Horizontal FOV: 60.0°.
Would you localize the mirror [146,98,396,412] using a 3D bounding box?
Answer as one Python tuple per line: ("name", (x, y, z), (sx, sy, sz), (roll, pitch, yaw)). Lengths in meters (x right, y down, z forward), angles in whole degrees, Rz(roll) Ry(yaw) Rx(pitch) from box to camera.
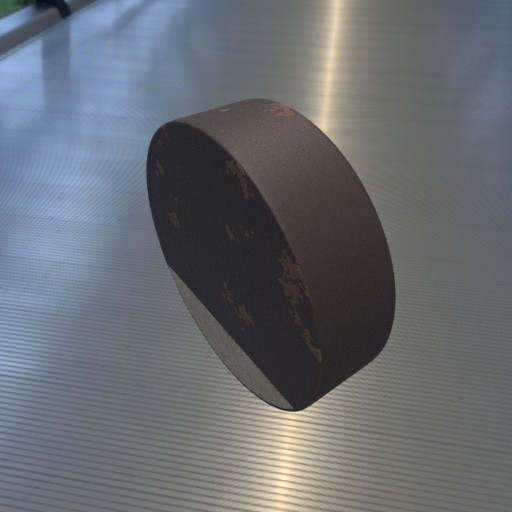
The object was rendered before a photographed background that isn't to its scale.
("mirror", (0.000, 0.000, 0.590), (0.126, 0.386, 0.386), (-26, 47, -27))
